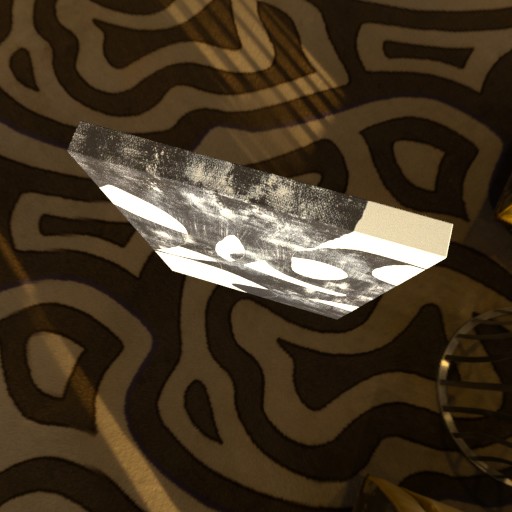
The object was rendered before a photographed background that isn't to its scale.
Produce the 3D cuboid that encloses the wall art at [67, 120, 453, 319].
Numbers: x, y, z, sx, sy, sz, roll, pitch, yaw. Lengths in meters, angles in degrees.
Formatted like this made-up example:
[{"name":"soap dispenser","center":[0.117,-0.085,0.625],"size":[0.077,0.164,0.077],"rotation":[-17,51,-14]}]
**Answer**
[{"name":"wall art","center":[0.000,0.000,0.754],"size":[0.407,0.610,0.039],"rotation":[16,77,4]}]
